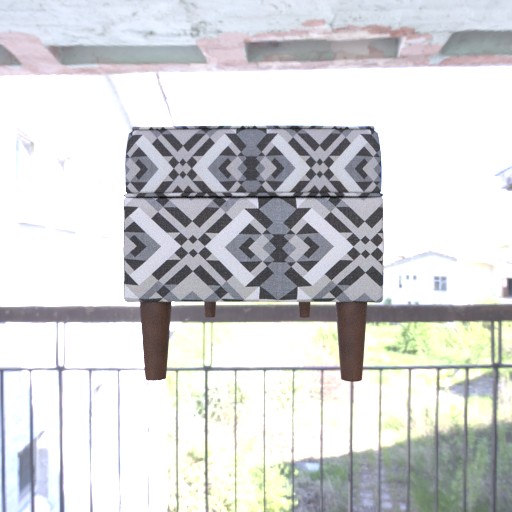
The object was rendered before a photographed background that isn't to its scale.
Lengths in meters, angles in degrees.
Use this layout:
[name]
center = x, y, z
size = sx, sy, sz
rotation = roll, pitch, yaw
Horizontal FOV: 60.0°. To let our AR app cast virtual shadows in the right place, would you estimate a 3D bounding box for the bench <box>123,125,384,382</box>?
[bench]
center = 0.000, 0.000, 1.307
size = 0.492, 0.477, 1.016
rotation = 0, 0, 1
